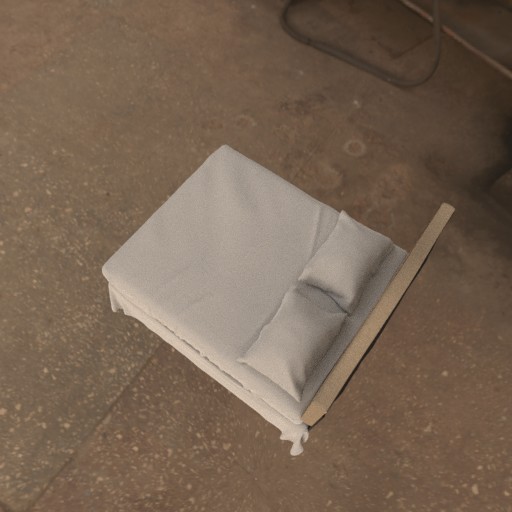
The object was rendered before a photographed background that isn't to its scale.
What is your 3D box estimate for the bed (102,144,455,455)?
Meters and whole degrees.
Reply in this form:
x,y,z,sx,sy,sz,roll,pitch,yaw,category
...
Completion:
x,y,z,sx,sy,sz,roll,pitch,yaw,category
0.000,0.000,3.442,2.221,1.645,1.876,33,68,16,bed
